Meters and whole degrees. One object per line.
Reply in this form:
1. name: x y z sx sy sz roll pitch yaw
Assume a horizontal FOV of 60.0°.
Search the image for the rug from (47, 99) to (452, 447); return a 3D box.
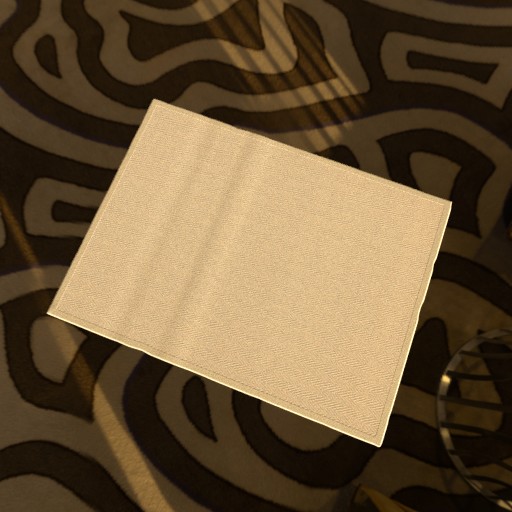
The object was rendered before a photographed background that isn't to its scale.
1. rug: 0.000 0.000 4.799 3.659 0.037 2.734 20 77 5
